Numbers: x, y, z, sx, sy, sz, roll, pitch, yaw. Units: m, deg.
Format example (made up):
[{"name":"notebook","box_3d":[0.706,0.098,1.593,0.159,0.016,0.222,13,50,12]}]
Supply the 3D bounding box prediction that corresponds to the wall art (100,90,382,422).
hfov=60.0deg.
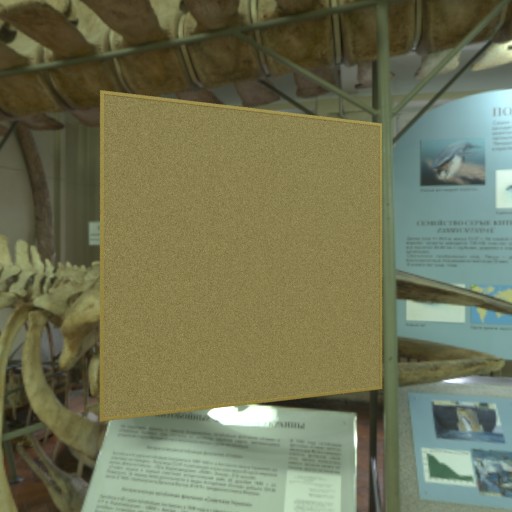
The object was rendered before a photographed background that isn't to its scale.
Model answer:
[{"name":"wall art","box_3d":[0.000,0.000,1.449,0.962,0.959,0.013,0,0,-19]}]
